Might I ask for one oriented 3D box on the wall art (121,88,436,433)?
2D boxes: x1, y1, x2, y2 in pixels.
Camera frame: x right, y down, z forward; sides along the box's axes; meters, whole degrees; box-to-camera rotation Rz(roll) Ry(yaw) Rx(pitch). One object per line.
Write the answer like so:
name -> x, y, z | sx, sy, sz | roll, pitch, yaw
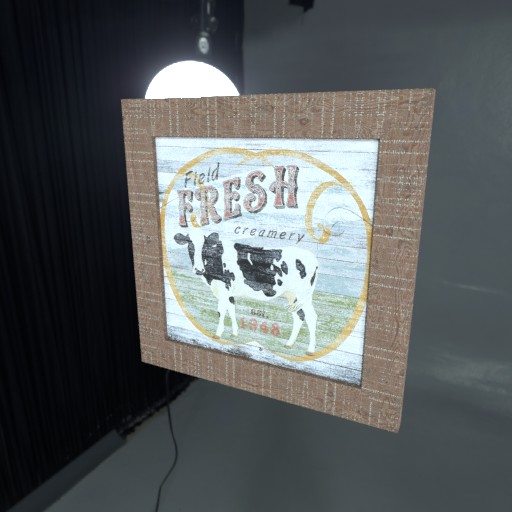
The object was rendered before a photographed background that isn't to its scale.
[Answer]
wall art -> 0.000, 0.000, 0.777 | 0.531, 0.531, 0.029 | 8, 18, 25
